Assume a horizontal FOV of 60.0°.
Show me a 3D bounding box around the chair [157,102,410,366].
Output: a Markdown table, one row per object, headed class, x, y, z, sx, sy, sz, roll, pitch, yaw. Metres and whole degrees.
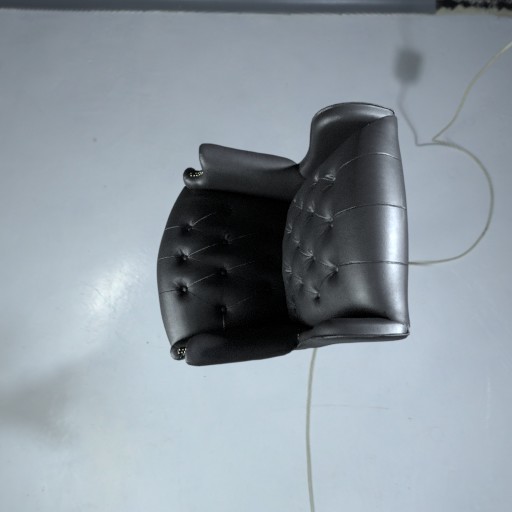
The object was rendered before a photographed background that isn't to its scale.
| class | x | y | z | sx | sy | sz | roll | pitch | yaw |
| --- | --- | --- | --- | --- | --- | --- | --- | --- | --- |
| chair | 0.000 | 0.000 | 1.691 | 0.822 | 1.133 | 0.831 | 2 | 75 | 0 |
